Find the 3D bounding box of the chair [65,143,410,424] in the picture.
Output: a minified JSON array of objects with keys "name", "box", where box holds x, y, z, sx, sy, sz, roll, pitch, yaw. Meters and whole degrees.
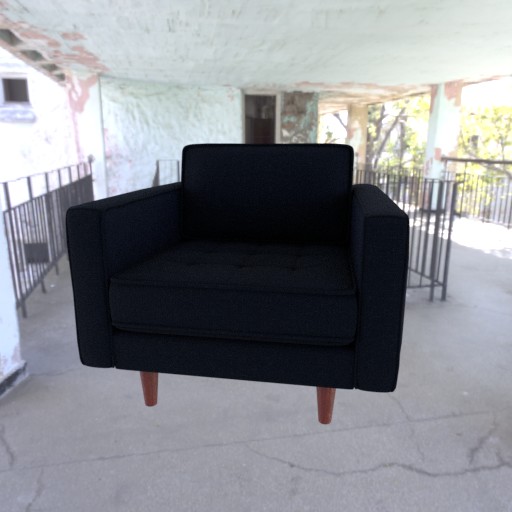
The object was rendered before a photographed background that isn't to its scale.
[{"name":"chair","box":[0.000,0.000,1.556,0.899,0.770,0.920,2,14,9]}]
